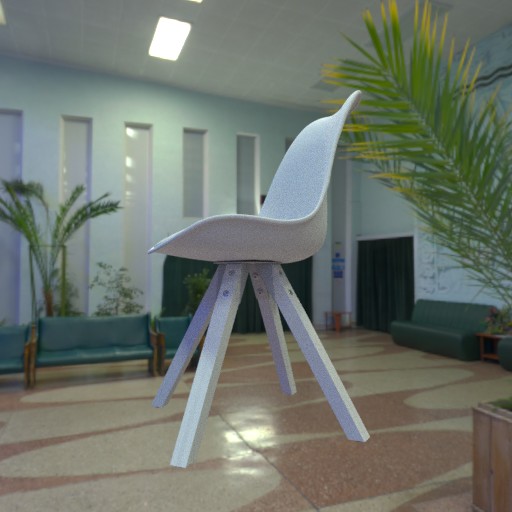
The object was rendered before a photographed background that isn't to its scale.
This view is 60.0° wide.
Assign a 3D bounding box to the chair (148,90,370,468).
[{"bbox_3d":[0.000,0.000,1.159,0.550,0.850,0.485,1,-2,-19],"label":"chair"}]
